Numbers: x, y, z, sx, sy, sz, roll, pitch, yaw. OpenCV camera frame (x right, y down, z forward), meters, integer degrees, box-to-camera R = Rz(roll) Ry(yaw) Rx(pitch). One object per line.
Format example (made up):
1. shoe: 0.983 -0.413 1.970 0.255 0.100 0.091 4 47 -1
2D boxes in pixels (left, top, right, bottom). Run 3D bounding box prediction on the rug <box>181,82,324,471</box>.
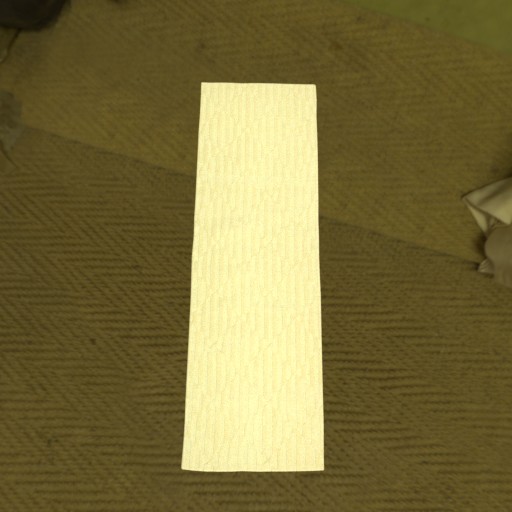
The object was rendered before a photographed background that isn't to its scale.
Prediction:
1. rug: 0.000 0.000 2.739 0.793 0.014 2.450 1 76 0
